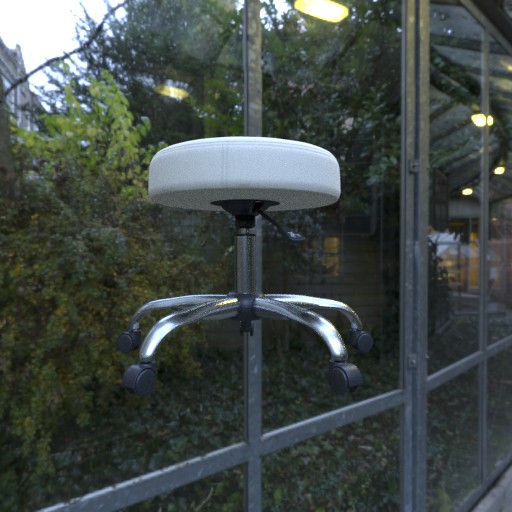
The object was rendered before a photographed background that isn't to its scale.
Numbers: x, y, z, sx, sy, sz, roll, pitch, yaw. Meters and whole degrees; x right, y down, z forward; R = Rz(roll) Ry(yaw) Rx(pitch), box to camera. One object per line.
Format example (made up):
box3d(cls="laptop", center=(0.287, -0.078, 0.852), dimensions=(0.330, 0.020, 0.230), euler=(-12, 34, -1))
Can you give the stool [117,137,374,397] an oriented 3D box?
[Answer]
box3d(cls="stool", center=(0.000, 0.000, 1.033), dimensions=(0.614, 0.482, 0.634), euler=(0, 0, -18))
